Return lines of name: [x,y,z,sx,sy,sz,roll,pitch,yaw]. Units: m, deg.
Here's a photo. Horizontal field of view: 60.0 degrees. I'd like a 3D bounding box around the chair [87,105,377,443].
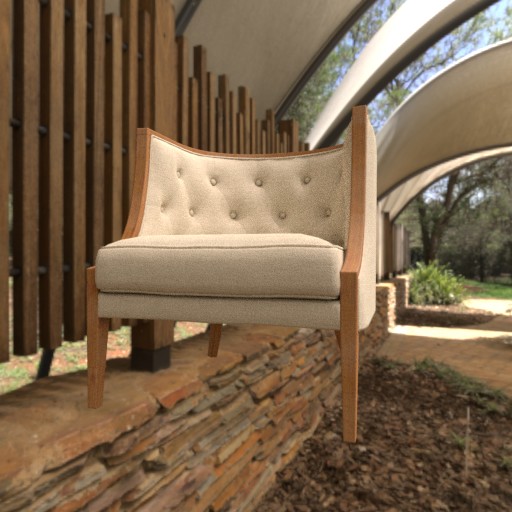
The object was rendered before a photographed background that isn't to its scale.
chair: [0.000,0.000,1.365,0.711,0.775,0.757,0,0,18]
